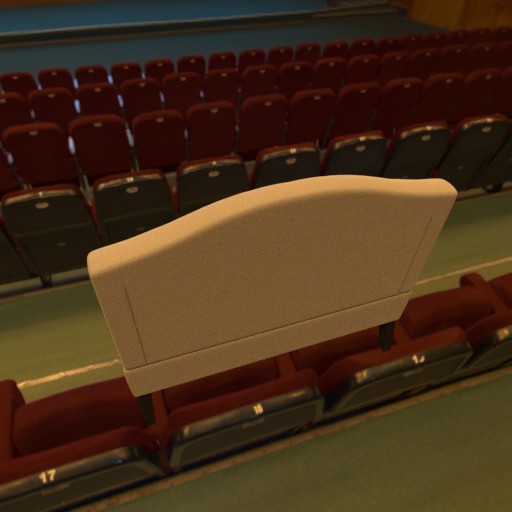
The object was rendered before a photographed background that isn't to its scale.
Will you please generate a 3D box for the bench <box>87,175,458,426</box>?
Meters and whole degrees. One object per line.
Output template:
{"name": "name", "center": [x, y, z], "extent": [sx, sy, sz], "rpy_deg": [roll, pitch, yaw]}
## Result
{"name": "bench", "center": [0.000, 0.000, 2.038], "extent": [1.335, 1.180, 0.815], "rpy_deg": [-13, 43, -15]}
